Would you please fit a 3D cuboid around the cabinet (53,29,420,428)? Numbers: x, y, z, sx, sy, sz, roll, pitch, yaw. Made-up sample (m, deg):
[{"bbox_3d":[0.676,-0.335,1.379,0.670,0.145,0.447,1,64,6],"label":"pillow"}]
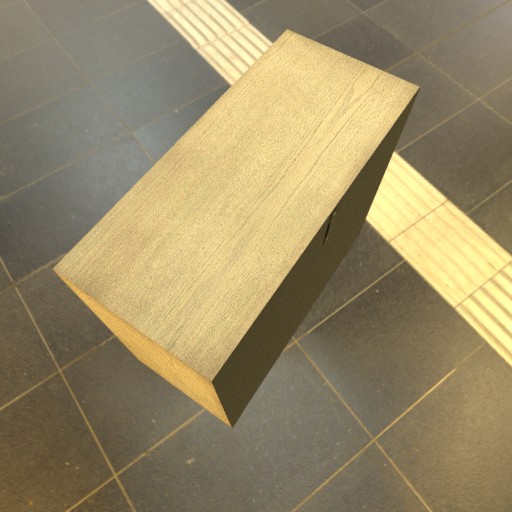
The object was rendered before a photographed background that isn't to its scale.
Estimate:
[{"bbox_3d":[0.000,0.000,1.240,0.370,0.787,0.781,31,67,15],"label":"cabinet"}]
